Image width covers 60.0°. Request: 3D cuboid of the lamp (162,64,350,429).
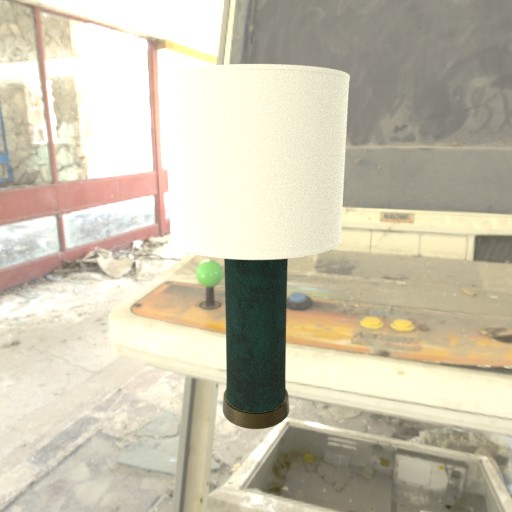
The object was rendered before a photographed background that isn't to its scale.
[{"bbox_3d":[0.000,0.000,0.804,0.301,0.630,0.301,15,21,43],"label":"lamp"}]
